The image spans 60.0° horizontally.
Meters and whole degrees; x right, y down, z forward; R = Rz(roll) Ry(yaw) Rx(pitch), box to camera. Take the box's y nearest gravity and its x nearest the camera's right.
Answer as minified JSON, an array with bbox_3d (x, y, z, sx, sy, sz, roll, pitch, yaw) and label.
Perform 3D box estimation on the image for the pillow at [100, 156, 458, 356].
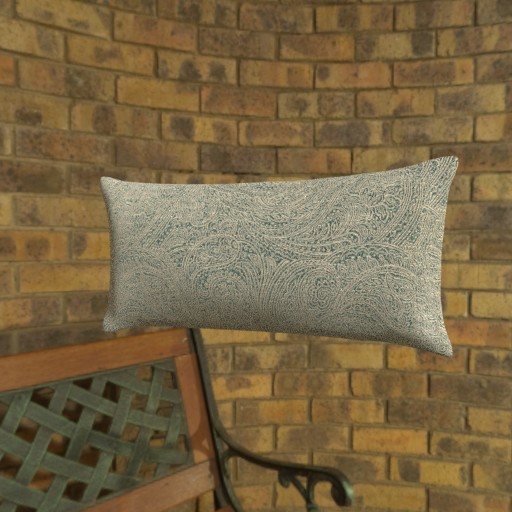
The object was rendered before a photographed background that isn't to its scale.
[{"bbox_3d":[0.000,0.000,0.741,0.615,0.295,0.151,1,2,18],"label":"pillow"}]
